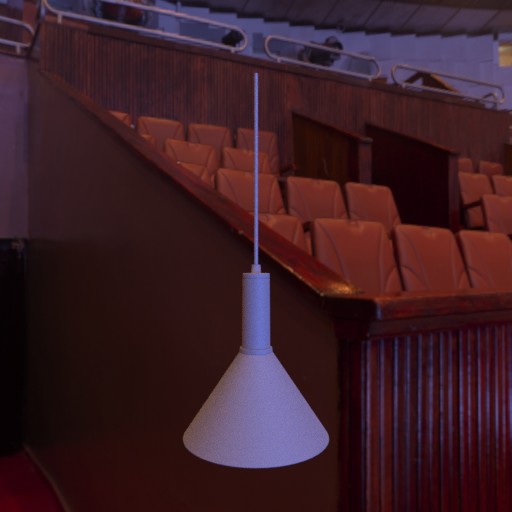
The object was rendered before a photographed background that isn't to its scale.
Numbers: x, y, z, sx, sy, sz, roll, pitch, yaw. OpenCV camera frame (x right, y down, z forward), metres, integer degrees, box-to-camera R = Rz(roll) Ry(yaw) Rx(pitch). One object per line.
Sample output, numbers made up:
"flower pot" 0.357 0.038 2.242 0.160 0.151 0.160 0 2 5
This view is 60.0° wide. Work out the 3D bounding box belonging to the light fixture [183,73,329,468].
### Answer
"light fixture" 0.000 0.000 0.826 0.267 0.683 0.267 1 -1 -36
